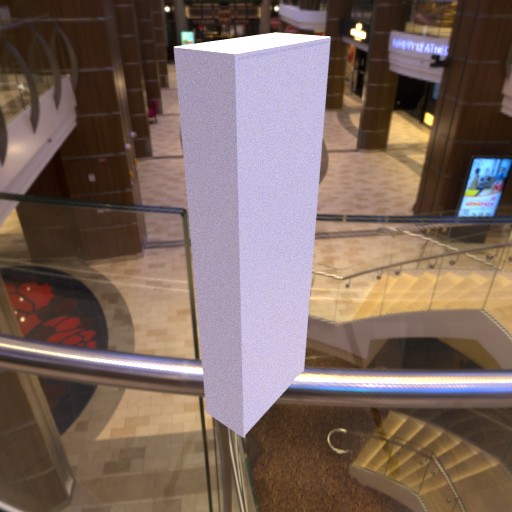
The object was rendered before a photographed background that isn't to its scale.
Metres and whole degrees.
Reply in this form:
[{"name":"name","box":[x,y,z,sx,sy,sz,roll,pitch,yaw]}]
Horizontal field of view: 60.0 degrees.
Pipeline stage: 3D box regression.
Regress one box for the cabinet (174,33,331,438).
[{"name":"cabinet","box":[0.000,0.000,1.859,0.255,1.630,0.520,22,38,31]}]
